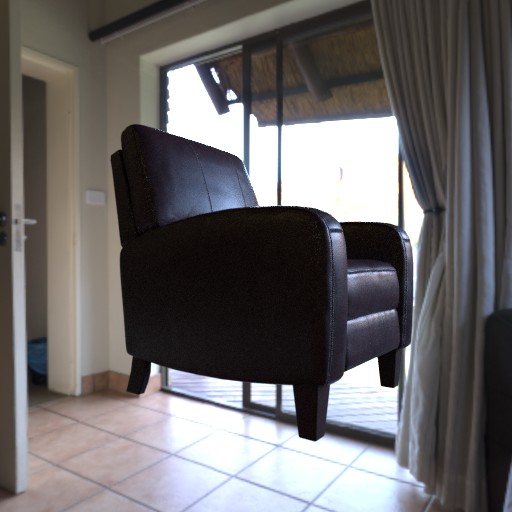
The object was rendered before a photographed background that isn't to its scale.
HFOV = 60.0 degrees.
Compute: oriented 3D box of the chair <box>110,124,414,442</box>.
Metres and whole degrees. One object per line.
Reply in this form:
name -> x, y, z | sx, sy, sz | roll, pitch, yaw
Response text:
chair -> 0.000, 0.000, 1.679 | 0.990, 0.990, 0.762 | -1, -1, 36
